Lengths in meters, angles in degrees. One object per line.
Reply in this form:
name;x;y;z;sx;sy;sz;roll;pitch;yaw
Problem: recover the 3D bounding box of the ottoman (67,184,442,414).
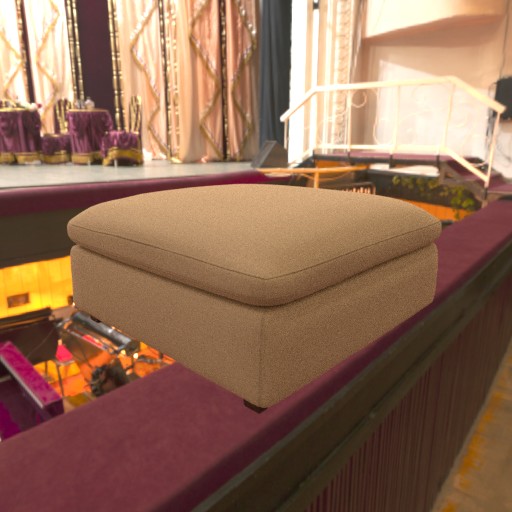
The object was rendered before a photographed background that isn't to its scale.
ottoman;0.000;0.000;1.592;0.996;0.467;0.977;14;20;41
